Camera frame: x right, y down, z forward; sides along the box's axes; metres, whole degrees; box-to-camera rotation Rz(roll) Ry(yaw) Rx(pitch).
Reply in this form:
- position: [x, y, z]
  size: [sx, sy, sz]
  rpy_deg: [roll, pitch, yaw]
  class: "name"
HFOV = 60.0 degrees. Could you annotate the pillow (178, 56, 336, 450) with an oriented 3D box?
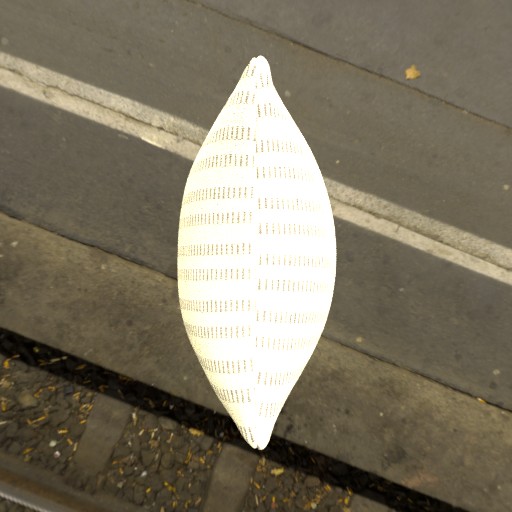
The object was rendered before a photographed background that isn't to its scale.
- position: [0.000, 0.000, 0.687]
  size: [0.247, 0.419, 0.438]
  rpy_deg: [0, 88, 0]
  class: "pillow"
